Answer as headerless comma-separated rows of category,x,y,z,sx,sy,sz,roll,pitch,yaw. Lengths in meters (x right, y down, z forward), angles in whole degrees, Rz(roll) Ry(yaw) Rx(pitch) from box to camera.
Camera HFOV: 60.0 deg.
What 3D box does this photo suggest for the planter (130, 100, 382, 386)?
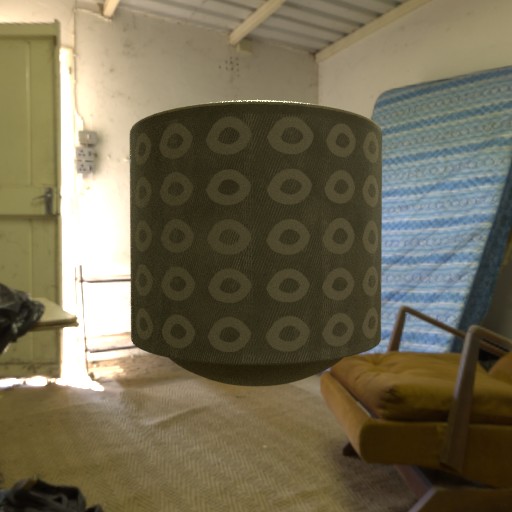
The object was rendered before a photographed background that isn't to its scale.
planter,0.000,0.000,0.348,0.190,0.181,0.190,0,1,0
